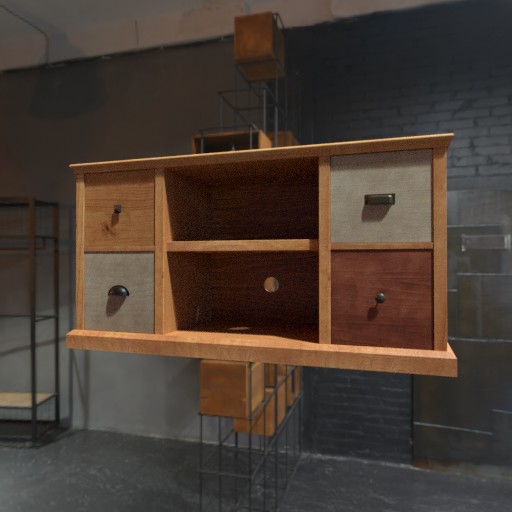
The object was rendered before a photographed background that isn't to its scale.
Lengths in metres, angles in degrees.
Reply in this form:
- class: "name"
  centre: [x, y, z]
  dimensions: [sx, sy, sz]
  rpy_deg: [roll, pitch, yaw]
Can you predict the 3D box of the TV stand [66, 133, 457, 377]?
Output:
- class: "TV stand"
  centre: [0.000, 0.000, 1.479]
  dimensions: [1.181, 0.607, 0.417]
  rpy_deg: [0, -1, 18]
